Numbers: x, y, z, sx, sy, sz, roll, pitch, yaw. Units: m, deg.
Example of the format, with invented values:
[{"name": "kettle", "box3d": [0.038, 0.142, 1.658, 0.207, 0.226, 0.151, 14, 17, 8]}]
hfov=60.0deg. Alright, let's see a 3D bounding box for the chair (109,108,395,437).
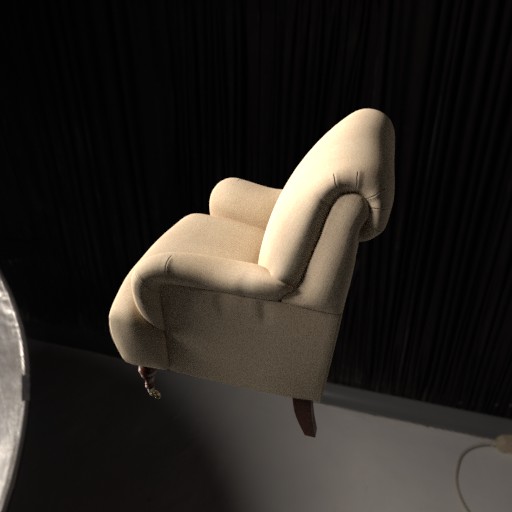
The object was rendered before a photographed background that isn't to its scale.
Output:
[{"name": "chair", "box3d": [0.000, 0.000, 1.579, 0.842, 0.944, 0.766, 8, 31, 13]}]
